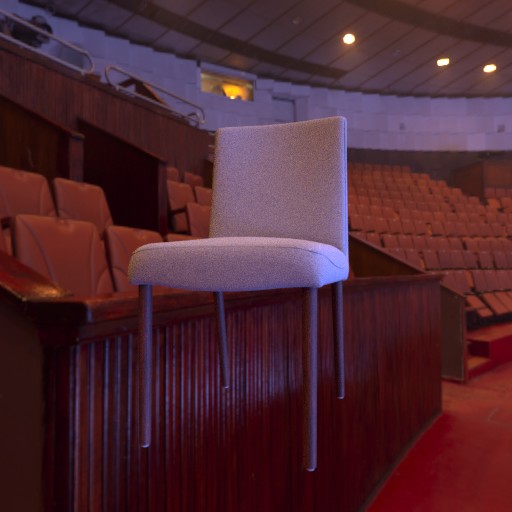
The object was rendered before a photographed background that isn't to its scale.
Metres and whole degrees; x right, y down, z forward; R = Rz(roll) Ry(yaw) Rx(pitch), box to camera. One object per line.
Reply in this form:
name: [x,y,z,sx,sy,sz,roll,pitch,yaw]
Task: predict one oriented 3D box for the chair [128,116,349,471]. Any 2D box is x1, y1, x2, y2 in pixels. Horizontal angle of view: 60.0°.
chair: [0.000,0.000,1.171,0.456,0.859,0.570,0,-1,18]
